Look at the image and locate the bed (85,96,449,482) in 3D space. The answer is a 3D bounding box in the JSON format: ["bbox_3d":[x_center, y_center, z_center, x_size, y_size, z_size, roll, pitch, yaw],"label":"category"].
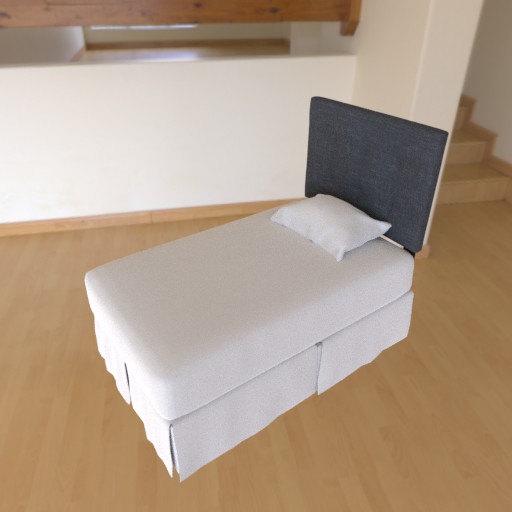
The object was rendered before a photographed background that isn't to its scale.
[{"bbox_3d":[0.000,0.000,2.890,1.997,1.571,1.261,-21,38,-30],"label":"bed"}]
